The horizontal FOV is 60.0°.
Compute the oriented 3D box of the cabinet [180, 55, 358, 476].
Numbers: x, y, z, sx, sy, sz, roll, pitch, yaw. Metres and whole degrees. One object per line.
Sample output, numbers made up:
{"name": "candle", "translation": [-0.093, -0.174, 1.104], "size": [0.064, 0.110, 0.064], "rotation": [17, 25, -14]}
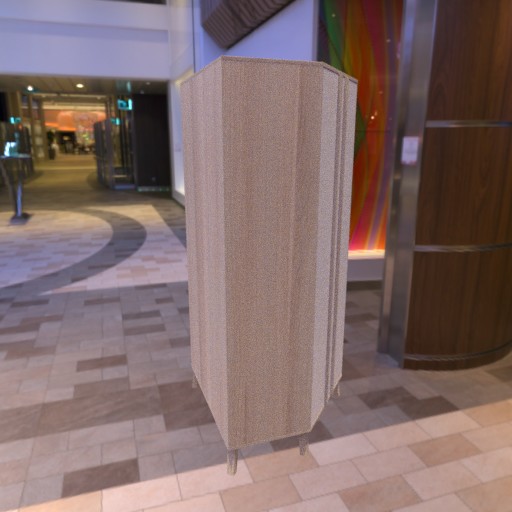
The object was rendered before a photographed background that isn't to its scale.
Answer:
{"name": "cabinet", "translation": [0.000, 0.000, 2.605], "size": [0.969, 1.957, 1.272], "rotation": [7, 16, 25]}
